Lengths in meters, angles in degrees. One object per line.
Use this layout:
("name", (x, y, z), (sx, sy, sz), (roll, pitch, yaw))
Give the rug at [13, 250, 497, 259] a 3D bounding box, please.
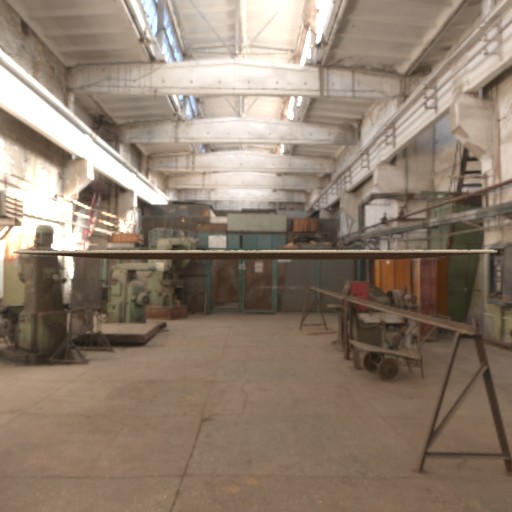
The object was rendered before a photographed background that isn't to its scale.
("rug", (0.000, 0.000, 2.277), (1.831, 0.012, 1.213), (0, -2, 2))
